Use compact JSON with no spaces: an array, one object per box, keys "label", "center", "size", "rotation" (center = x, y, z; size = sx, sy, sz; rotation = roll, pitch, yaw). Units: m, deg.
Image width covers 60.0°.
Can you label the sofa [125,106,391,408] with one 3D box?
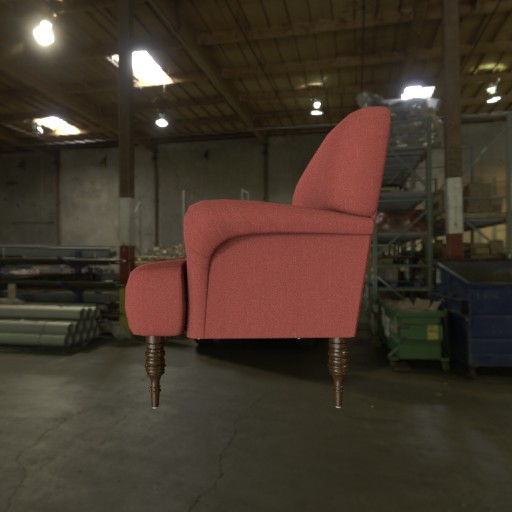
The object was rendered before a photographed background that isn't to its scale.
[{"label":"sofa","center":[0.000,0.000,1.843],"size":[0.779,0.889,1.297],"rotation":[0,0,-1]}]
